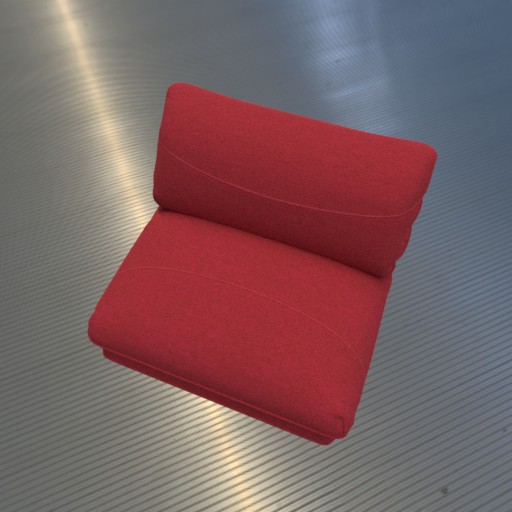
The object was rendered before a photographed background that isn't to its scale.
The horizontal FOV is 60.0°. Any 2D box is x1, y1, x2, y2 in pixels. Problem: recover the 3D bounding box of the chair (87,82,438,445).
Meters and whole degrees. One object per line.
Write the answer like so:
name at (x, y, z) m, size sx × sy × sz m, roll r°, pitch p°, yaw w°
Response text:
chair at (0.000, 0.000, 1.325) m, size 0.820 × 0.580 × 0.780 m, roll 18°, pitch 59°, yaw 11°
